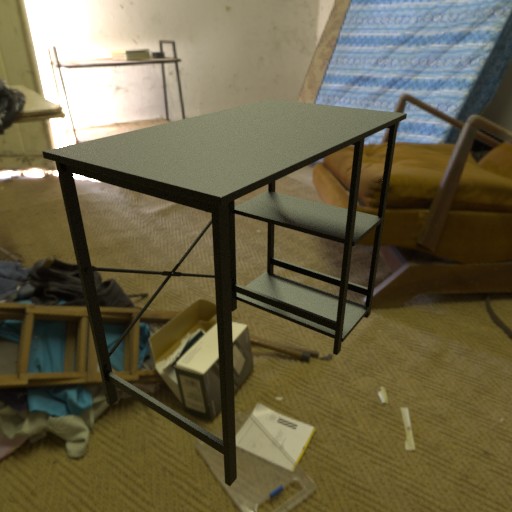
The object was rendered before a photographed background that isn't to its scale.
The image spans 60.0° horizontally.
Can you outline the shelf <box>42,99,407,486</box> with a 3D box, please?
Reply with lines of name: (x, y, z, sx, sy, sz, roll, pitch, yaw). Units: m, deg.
shelf: (0.000, 0.000, 1.332, 0.498, 0.749, 0.902, 18, 33, 31)
